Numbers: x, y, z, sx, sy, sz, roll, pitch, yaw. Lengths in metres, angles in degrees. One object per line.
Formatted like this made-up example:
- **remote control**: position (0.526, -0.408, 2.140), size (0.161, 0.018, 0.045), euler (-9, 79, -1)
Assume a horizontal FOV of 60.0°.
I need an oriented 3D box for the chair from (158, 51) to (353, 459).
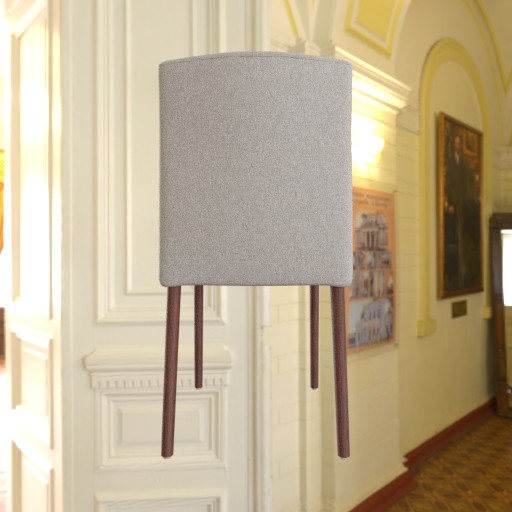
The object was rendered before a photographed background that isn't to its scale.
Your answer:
- **chair**: position (0.000, 0.000, 1.202), size (0.456, 0.859, 0.570), euler (0, 0, 0)
